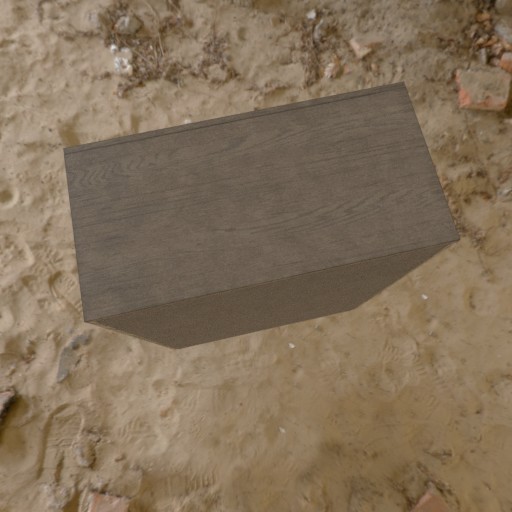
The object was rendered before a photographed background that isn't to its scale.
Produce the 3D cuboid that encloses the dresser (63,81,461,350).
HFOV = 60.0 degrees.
[{"bbox_3d":[0.000,0.000,1.793,0.967,1.295,0.483,-12,75,-3],"label":"dresser"}]
